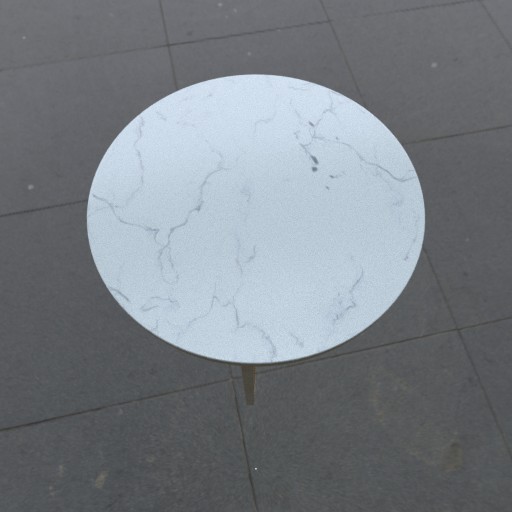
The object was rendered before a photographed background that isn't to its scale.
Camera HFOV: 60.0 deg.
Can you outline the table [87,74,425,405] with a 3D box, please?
[{"bbox_3d":[0.000,0.000,0.852,0.500,0.420,0.500,0,64,0],"label":"table"}]
